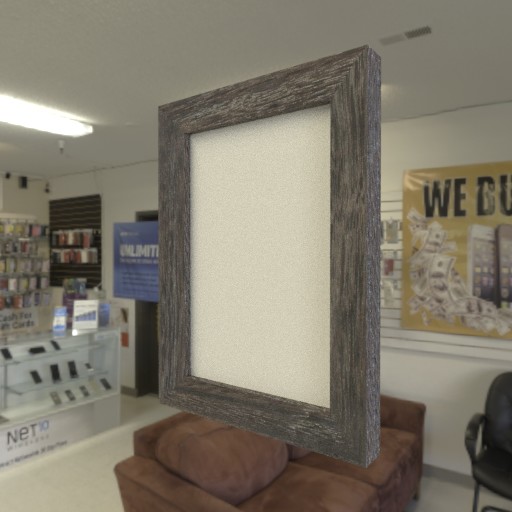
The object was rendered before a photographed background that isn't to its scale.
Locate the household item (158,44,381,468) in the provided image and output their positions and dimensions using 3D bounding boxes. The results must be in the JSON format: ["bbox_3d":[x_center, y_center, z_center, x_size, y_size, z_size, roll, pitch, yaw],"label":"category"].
[{"bbox_3d":[0.000,0.000,0.236,0.133,0.180,0.020,1,1,37],"label":"household item"}]
